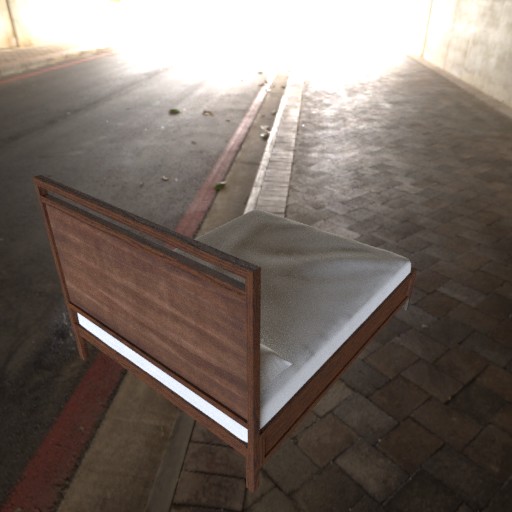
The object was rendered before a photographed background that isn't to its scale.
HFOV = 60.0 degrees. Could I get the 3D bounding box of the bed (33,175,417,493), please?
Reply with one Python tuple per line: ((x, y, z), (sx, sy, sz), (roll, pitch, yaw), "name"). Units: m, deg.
((0.000, 0.000, 3.381), (1.765, 1.487, 2.218), (22, 37, 33), "bed")
